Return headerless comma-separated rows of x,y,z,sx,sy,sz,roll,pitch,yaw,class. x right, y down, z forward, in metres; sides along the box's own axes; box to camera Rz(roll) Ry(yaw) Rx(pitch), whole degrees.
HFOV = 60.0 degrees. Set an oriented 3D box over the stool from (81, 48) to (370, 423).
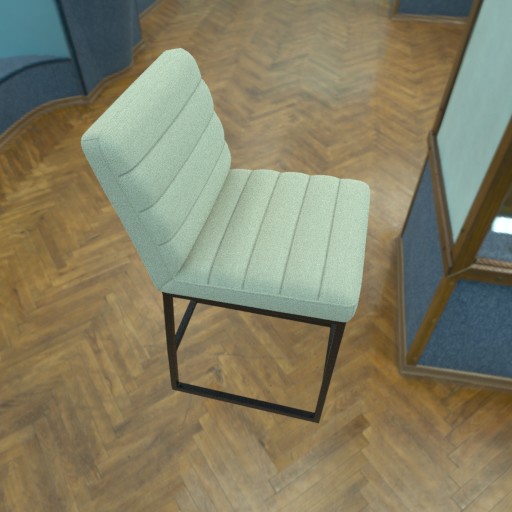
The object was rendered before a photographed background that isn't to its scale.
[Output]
0.000,0.000,1.236,0.560,0.940,0.460,10,47,9,stool
